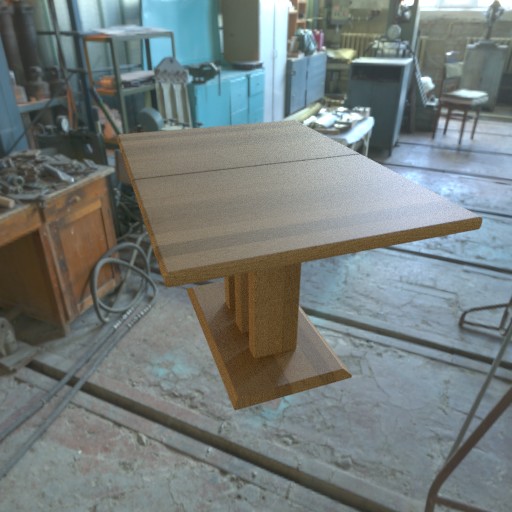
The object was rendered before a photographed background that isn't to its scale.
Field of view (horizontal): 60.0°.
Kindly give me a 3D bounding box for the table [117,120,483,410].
[{"bbox_3d":[0.000,0.000,1.834,0.900,0.770,1.300,-10,31,-17],"label":"table"}]
